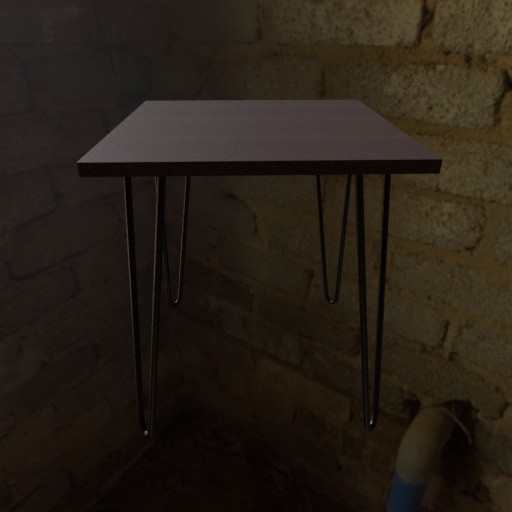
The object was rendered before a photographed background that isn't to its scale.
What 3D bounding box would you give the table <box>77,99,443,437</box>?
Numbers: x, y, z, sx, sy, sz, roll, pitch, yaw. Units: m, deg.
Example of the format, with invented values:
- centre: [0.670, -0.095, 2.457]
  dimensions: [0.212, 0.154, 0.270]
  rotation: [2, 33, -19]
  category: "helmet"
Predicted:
- centre: [0.000, 0.000, 0.949]
  dimensions: [0.495, 0.559, 0.495]
  rotation: [-1, 28, -2]
  category: "table"
